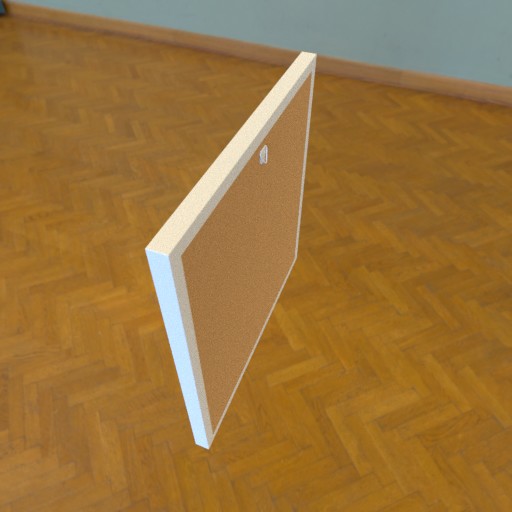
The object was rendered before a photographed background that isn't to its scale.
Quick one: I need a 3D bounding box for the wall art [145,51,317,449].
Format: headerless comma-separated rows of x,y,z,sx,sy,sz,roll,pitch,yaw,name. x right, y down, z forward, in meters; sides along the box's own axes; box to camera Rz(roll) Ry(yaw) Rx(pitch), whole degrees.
0.000,0.000,1.165,0.050,0.762,0.761,16,49,15,wall art
